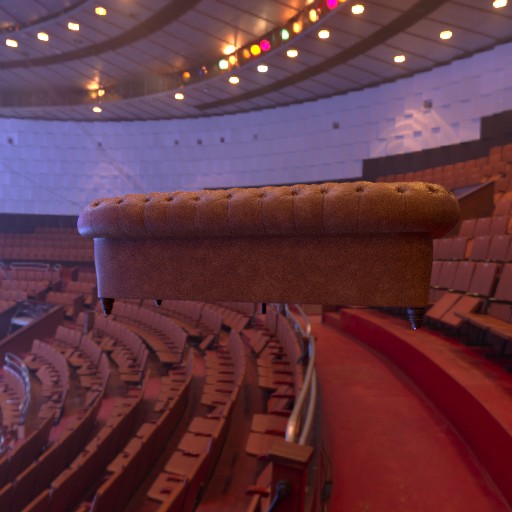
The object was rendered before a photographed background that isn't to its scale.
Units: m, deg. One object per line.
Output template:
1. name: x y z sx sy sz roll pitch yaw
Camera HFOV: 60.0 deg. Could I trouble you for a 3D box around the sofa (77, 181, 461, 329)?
1. sofa: 0.000 0.000 2.779 2.365 0.760 0.989 0 -1 18
